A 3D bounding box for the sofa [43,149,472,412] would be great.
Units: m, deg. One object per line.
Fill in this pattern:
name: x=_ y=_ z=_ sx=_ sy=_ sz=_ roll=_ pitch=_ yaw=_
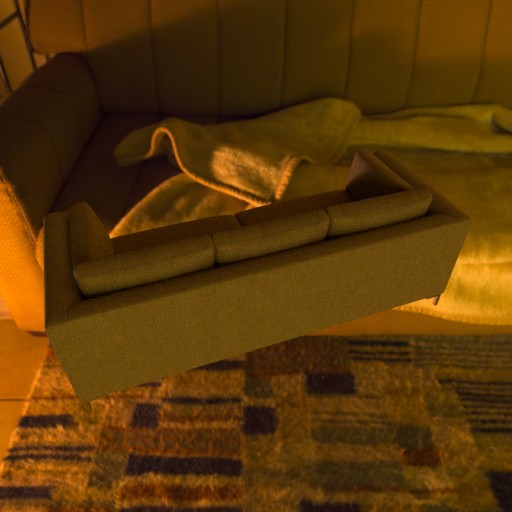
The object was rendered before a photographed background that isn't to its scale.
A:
sofa: x=0.000 y=0.000 z=2.875 sx=2.415 sy=0.867 sz=0.969 roll=-14 pitch=43 yaw=-15
